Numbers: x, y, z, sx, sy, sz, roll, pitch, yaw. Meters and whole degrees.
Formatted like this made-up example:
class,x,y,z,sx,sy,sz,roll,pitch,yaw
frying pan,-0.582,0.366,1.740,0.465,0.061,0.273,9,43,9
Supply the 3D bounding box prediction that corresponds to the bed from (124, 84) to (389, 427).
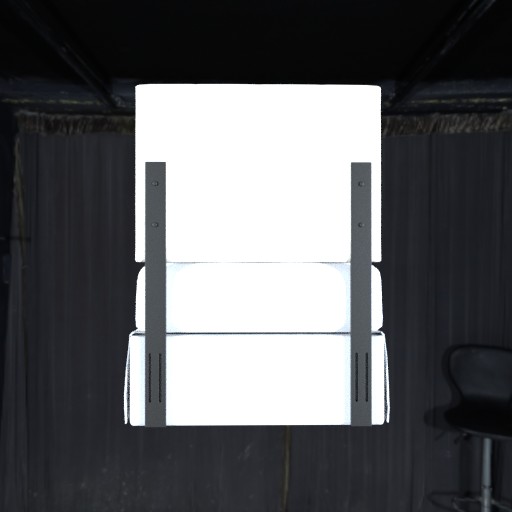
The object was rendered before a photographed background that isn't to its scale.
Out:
class,x,y,z,sx,sy,sz,roll,pitch,yaw
bed,0.000,0.000,3.008,1.261,1.571,1.997,0,0,-1
